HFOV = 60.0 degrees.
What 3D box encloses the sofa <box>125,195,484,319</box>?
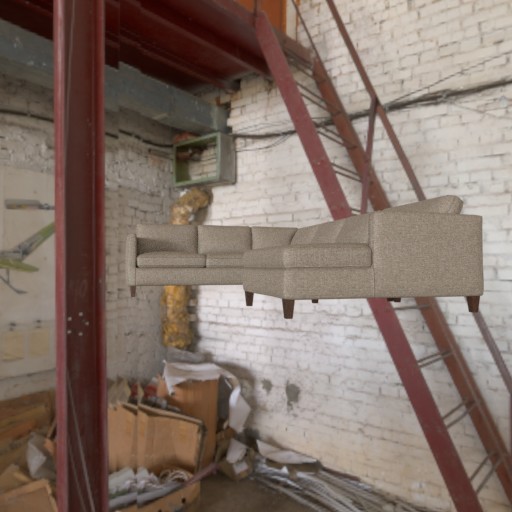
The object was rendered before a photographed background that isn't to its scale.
[{"bbox_3d":[0.000,0.000,4.494,2.551,0.889,3.403,0,-1,-16],"label":"sofa"}]
